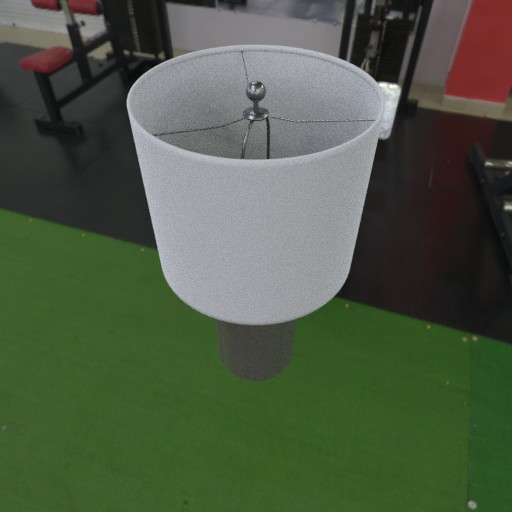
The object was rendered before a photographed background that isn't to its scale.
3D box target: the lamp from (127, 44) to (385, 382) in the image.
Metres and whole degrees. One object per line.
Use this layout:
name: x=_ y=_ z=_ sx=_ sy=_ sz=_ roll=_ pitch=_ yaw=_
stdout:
lamp: x=0.000 y=0.000 z=0.487 sx=0.203 sy=0.389 sz=0.203 roll=16 pitch=47 yaw=15
